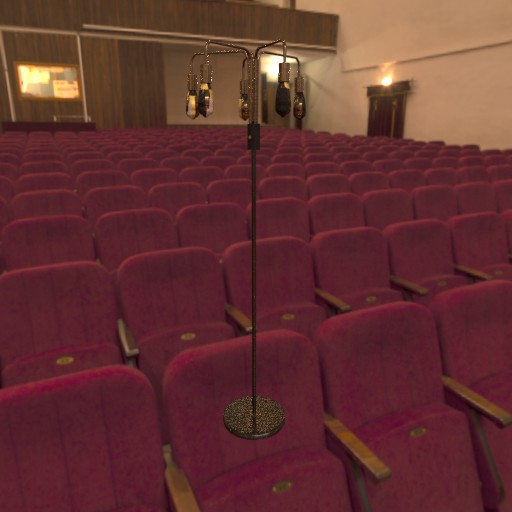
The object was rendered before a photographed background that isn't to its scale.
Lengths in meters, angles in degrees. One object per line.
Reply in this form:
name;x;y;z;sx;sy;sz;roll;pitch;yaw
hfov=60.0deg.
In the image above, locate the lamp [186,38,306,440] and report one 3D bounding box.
lamp;0.000;0.000;2.008;0.572;1.721;0.599;-7;17;-24
